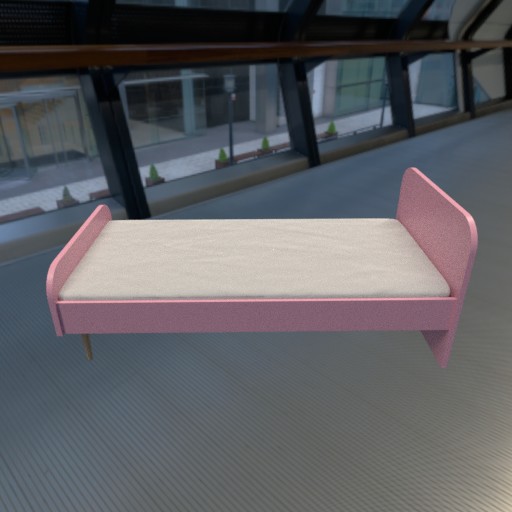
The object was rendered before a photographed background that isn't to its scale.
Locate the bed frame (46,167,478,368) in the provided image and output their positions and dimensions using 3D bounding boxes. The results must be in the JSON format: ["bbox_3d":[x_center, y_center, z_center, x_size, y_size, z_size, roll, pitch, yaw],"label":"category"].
[{"bbox_3d":[0.000,0.000,2.543,1.963,0.805,0.998,0,28,-1],"label":"bed frame"}]
